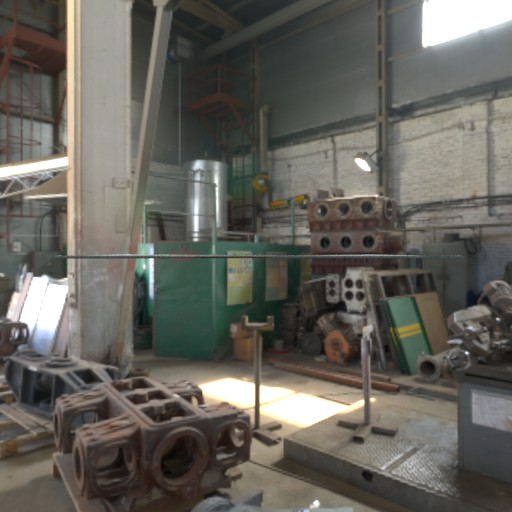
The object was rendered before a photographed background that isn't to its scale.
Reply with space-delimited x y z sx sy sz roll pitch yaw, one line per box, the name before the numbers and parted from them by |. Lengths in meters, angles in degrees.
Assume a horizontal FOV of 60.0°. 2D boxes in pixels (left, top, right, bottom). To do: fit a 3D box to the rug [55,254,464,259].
rug | 0.000 0.000 2.856 1.611 0.026 2.260 0 0 -1
